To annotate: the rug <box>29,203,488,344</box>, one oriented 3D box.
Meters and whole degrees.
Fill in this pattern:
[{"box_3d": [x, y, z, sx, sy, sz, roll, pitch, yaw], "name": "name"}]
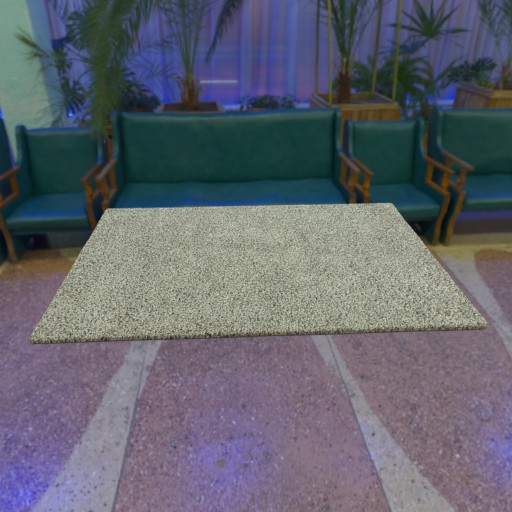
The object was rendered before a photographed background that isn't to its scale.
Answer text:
[{"box_3d": [0.000, 0.000, 2.232, 1.778, 0.030, 1.219, -1, 30, -2], "name": "rug"}]
